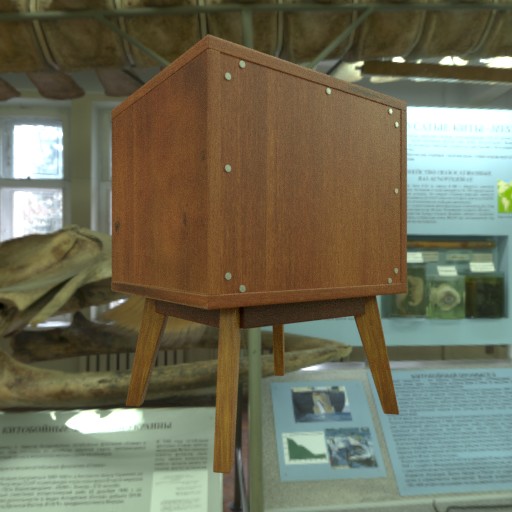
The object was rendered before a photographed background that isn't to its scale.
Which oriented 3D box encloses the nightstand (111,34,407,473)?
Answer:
[{"bbox_3d":[0.000,0.000,0.912,0.460,0.618,0.411,0,0,-36],"label":"nightstand"}]
